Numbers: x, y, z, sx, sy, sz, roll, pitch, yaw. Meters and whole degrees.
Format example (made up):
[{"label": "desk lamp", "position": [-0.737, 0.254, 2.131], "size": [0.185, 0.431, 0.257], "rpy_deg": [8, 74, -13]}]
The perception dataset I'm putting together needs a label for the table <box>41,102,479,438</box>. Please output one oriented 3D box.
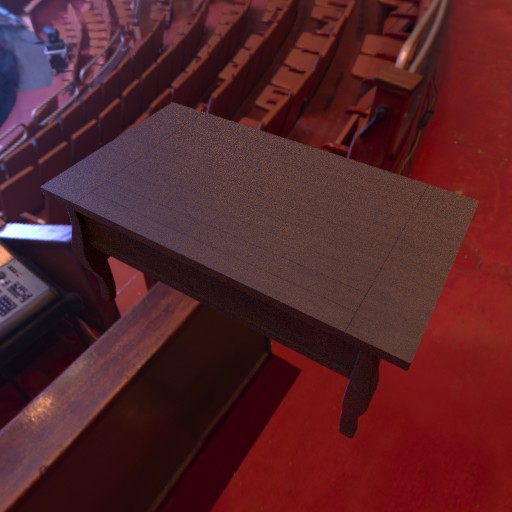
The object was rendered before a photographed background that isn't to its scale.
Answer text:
[{"label": "table", "position": [0.000, 0.000, 1.399], "size": [1.062, 0.494, 0.600], "rpy_deg": [24, 51, 21]}]
